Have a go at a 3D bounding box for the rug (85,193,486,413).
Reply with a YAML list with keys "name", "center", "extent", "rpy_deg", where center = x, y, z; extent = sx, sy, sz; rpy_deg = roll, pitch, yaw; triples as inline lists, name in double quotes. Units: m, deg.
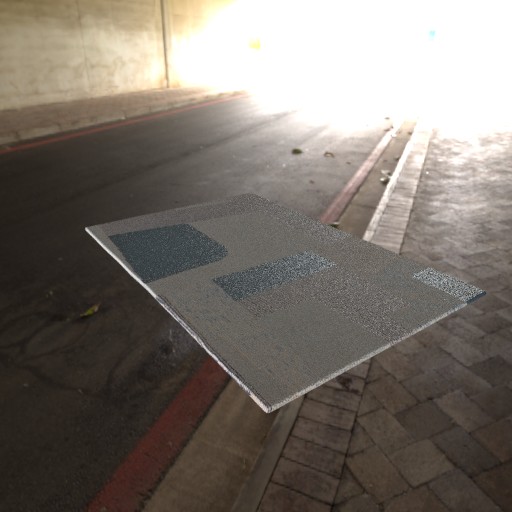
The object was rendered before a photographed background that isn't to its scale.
- name: "rug"
  center: [0.000, 0.000, 2.342]
  extent: [1.238, 0.020, 1.847]
  rpy_deg: [-17, 30, -32]
